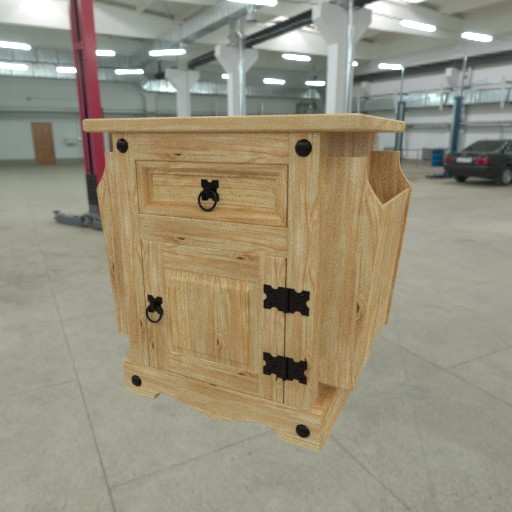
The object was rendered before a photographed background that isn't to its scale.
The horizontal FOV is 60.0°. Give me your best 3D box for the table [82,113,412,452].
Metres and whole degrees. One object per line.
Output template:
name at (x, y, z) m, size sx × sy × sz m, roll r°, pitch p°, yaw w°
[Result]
table at (0.000, 0.000, 0.879) m, size 0.530 × 0.515 × 0.380 m, roll 7°, pitch 17°, yaw 25°
